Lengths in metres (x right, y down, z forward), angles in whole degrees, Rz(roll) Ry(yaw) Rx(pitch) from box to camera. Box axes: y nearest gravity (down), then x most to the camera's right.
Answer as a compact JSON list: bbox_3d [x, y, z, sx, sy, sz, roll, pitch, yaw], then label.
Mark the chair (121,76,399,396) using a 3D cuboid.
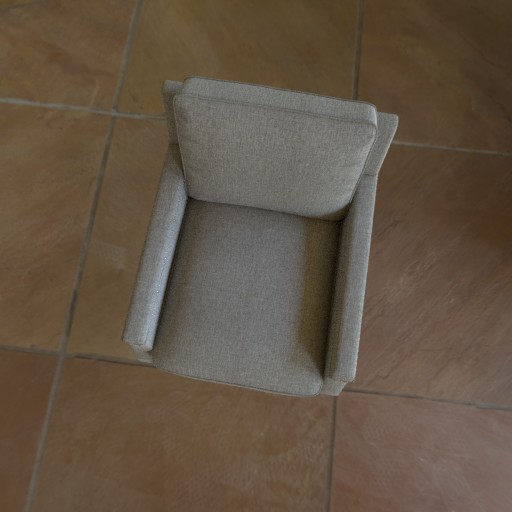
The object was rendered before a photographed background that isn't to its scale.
[{"bbox_3d":[0.000,0.000,1.760,0.853,0.943,1.014,9,75,2],"label":"chair"}]
